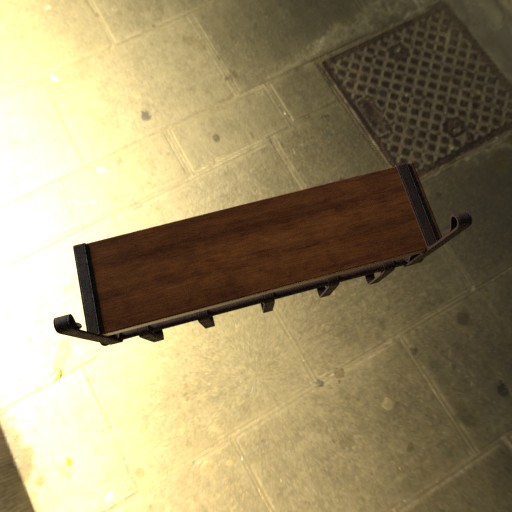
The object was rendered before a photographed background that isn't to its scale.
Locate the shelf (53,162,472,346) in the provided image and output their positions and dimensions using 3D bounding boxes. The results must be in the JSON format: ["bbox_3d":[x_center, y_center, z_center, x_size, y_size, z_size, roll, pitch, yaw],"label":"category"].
[{"bbox_3d":[0.000,0.000,0.719,0.567,0.330,0.146,-14,75,-4],"label":"shelf"}]
